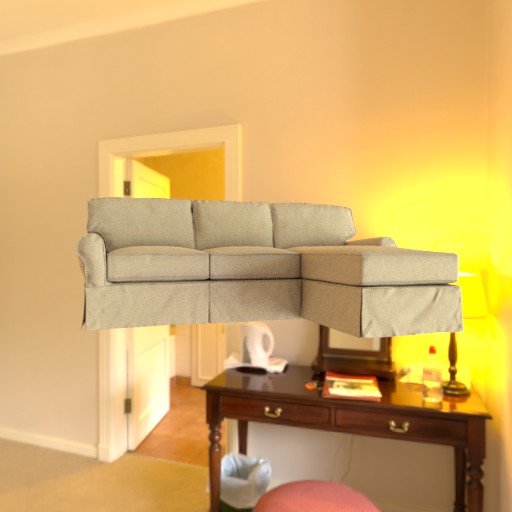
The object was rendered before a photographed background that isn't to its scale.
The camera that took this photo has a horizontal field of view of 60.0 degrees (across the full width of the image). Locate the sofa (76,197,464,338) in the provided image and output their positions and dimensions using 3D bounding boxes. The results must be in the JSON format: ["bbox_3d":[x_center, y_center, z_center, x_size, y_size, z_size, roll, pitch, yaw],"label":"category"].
[{"bbox_3d":[0.000,0.000,3.278,2.475,0.978,1.733,0,1,-18],"label":"sofa"}]
